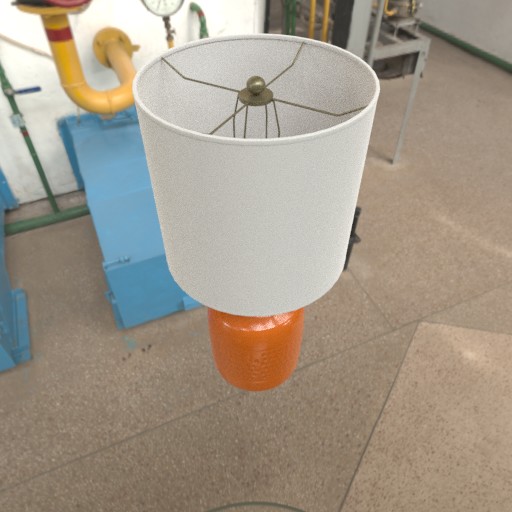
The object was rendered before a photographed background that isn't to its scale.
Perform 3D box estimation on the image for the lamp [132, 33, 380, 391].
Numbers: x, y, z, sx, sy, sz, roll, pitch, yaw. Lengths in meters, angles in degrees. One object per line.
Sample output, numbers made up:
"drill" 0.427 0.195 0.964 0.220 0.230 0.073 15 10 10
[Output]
"lamp" 0.000 0.000 1.068 0.418 0.871 0.418 -17 48 -16
